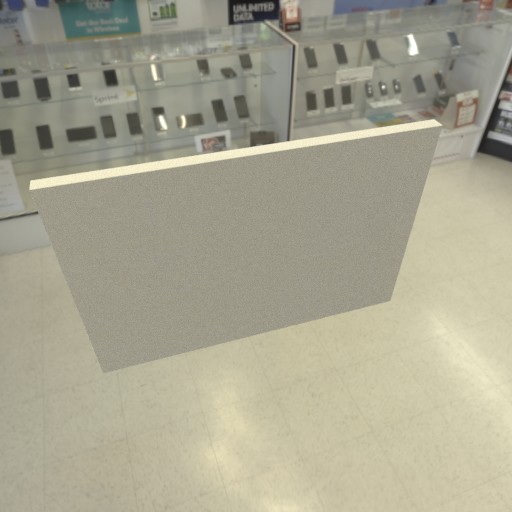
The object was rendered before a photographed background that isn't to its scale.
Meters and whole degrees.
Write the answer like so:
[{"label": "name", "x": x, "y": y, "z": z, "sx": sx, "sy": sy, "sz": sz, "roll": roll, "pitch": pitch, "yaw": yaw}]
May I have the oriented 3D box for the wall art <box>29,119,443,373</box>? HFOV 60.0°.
[{"label": "wall art", "x": 0.000, "y": 0.000, "z": 1.139, "sx": 0.898, "sy": 0.601, "sz": 0.038, "roll": -12, "pitch": 43, "yaw": -13}]
